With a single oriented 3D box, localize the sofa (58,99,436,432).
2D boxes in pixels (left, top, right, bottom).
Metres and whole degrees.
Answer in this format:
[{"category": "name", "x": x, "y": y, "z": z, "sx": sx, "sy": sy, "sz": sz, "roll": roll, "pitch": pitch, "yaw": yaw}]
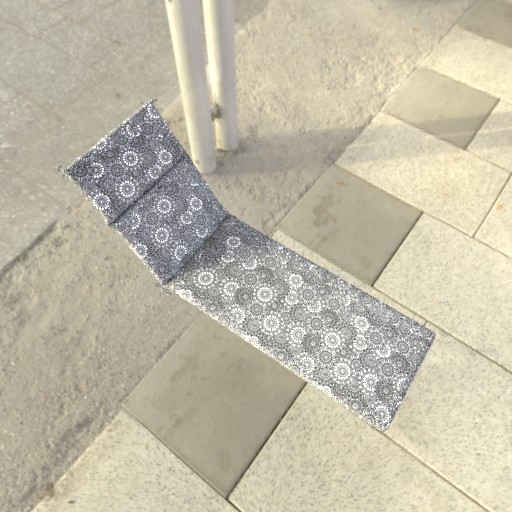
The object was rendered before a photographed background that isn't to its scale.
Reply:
[{"category": "sofa", "x": 0.000, "y": 0.000, "z": 1.948, "sx": 1.663, "sy": 0.622, "sz": 0.582, "roll": 31, "pitch": 63, "yaw": 17}]
